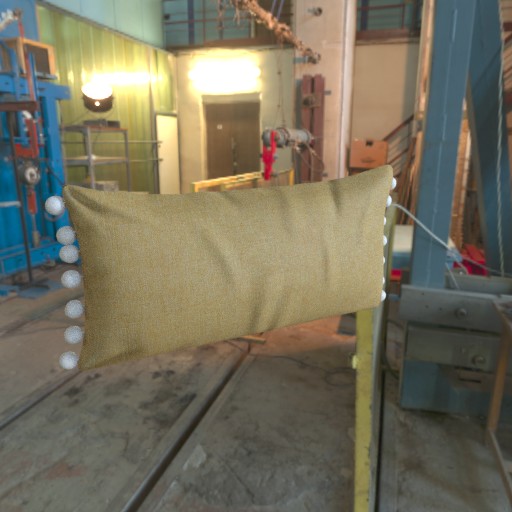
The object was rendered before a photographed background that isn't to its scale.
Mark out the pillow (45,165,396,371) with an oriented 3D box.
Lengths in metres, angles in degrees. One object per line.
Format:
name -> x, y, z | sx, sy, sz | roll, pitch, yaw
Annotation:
pillow -> 0.000, 0.000, 0.834 | 0.709, 0.322, 0.201 | -8, 16, -27
